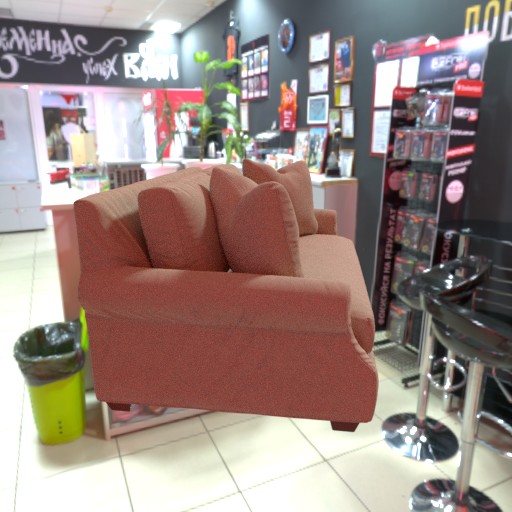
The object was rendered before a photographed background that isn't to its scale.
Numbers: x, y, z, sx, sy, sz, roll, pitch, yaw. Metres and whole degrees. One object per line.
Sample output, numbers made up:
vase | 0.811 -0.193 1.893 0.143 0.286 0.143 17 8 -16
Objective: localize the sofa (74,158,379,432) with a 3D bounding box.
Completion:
sofa | 0.000 0.000 2.182 1.070 0.905 1.550 2 16 8
